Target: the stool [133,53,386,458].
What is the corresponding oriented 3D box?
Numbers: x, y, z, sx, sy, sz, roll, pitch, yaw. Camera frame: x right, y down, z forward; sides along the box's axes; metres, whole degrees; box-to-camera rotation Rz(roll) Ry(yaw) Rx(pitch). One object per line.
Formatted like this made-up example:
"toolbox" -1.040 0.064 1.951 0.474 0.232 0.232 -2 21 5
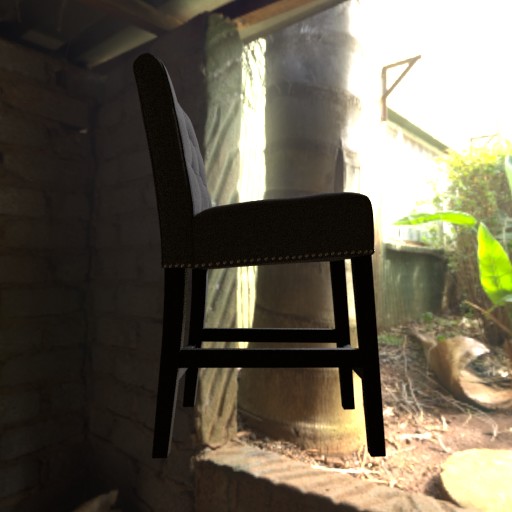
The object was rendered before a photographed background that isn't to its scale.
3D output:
"stool" 0.000 0.000 1.158 0.571 0.885 0.427 0 -2 1
